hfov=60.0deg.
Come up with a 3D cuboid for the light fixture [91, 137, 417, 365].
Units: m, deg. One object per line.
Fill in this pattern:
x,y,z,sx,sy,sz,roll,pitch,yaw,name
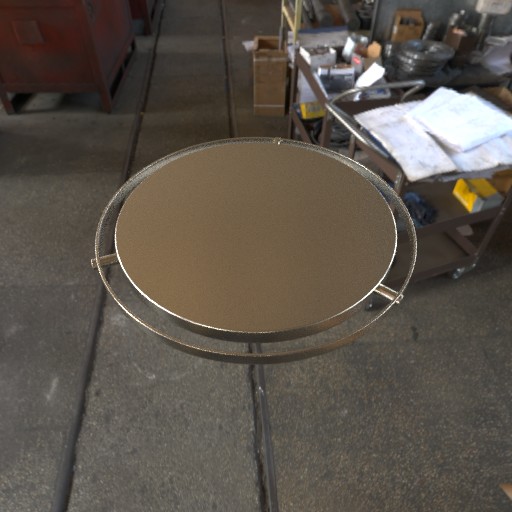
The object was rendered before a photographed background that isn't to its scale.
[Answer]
0.000,0.000,0.556,0.361,0.130,0.361,0,46,0,light fixture
